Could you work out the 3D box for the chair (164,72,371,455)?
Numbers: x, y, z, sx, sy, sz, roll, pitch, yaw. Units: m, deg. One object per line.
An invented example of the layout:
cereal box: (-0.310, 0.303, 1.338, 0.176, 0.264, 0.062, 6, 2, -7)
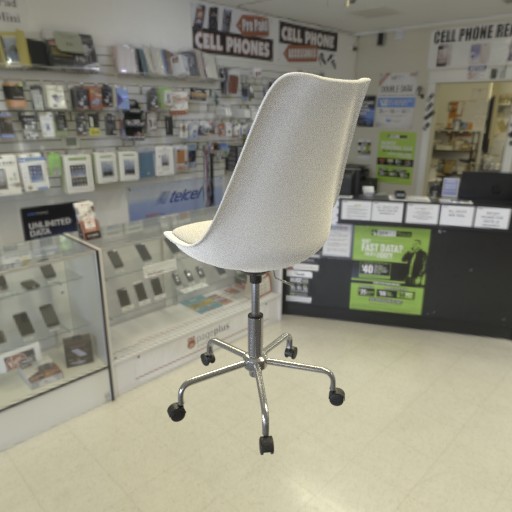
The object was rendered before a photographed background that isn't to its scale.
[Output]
chair: (0.000, 0.000, 1.264, 0.550, 0.930, 0.550, -16, 24, -40)
